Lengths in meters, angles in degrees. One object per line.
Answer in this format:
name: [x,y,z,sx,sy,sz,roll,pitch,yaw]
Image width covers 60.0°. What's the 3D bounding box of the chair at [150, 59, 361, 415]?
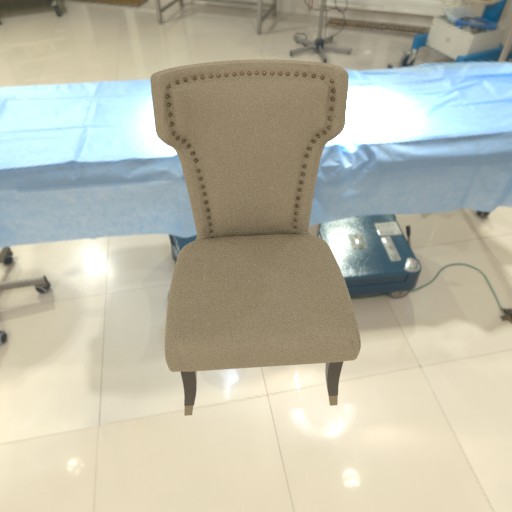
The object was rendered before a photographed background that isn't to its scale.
chair: [0.000,0.000,1.331,0.526,0.955,0.630,-3,46,-3]
